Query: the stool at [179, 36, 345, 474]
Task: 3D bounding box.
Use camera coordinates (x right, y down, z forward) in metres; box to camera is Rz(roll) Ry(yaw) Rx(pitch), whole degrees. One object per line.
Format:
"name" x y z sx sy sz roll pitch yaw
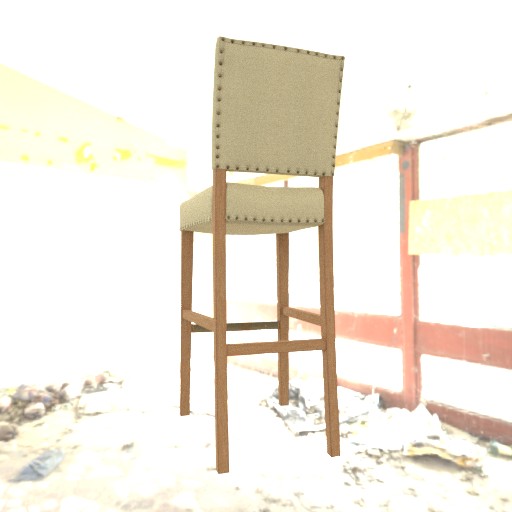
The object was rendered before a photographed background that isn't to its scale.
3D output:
"stool" 0.000 0.000 1.439 0.428 1.143 0.546 0 -1 -18
